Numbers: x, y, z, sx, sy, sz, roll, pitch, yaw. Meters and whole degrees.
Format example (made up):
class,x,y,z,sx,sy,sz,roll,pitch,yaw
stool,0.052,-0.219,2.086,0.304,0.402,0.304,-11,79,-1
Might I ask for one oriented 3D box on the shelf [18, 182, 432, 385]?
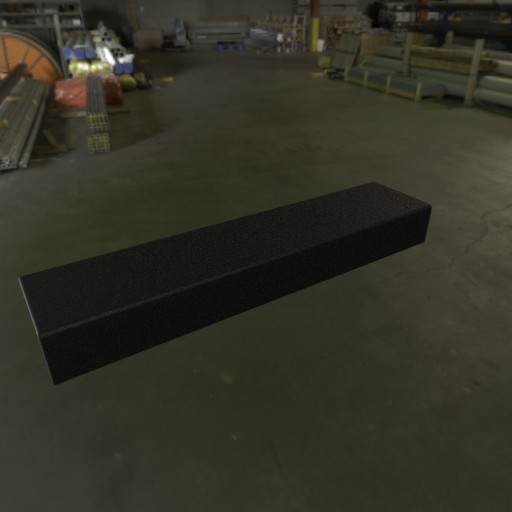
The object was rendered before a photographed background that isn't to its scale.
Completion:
class,x,y,z,sx,sy,sz,roll,pitch,yaw
shelf,0.000,0.000,0.490,0.456,0.053,0.102,-18,34,-28
